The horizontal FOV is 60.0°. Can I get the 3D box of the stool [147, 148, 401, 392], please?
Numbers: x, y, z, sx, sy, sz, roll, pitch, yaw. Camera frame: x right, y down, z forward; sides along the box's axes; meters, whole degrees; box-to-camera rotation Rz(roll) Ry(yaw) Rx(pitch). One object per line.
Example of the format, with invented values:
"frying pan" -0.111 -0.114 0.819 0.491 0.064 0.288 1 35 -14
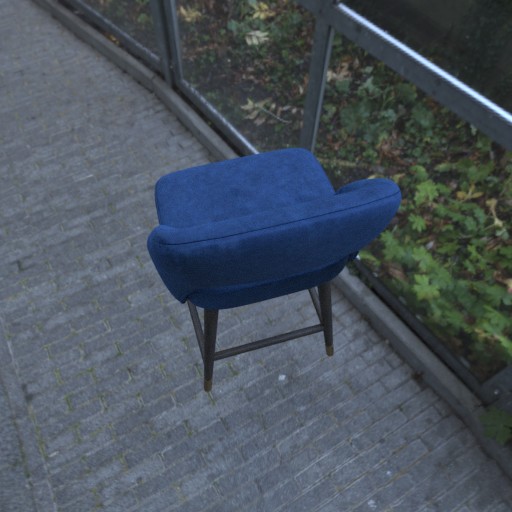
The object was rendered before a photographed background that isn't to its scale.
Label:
"stool" 0.000 0.000 1.239 0.536 0.925 0.524 -14 57 -9
